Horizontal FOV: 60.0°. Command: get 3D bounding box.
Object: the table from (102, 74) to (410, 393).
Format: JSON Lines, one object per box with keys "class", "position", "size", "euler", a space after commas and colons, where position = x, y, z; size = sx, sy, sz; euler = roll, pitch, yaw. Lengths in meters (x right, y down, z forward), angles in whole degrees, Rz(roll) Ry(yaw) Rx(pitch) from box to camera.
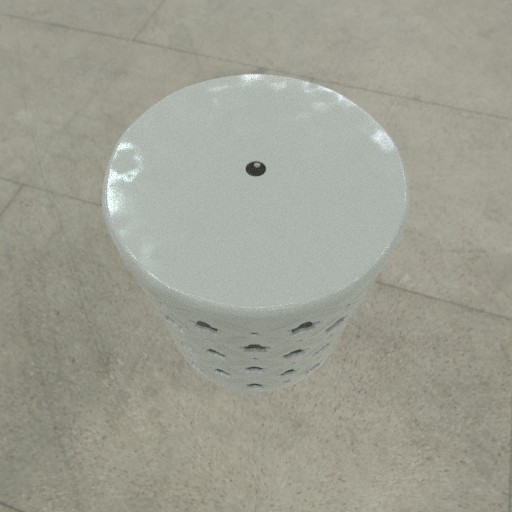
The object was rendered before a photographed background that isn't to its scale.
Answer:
{"class": "table", "position": [0.000, 0.000, 0.667], "size": [0.352, 0.387, 0.352], "euler": [0, 59, 0]}
